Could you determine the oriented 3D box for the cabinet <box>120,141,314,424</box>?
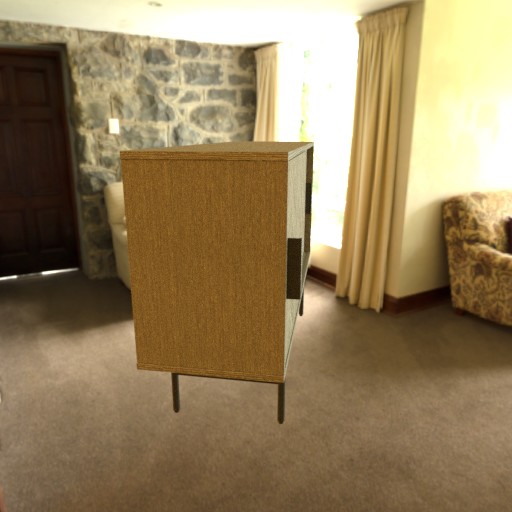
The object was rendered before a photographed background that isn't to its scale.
[{"bbox_3d":[0.000,0.000,1.614,0.405,0.787,1.194,3,16,9],"label":"cabinet"}]
